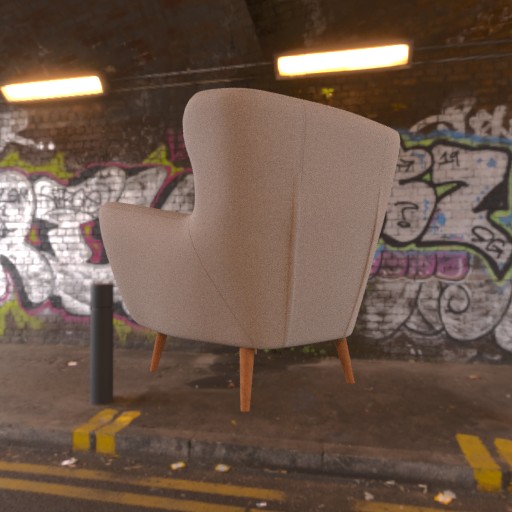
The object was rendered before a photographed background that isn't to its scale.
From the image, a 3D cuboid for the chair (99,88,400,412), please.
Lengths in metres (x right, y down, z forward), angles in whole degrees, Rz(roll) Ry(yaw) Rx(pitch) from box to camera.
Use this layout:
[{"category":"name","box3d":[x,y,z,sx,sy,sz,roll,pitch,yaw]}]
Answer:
[{"category":"chair","box3d":[0.000,0.000,1.606,0.890,0.889,0.889,0,0,-38]}]
